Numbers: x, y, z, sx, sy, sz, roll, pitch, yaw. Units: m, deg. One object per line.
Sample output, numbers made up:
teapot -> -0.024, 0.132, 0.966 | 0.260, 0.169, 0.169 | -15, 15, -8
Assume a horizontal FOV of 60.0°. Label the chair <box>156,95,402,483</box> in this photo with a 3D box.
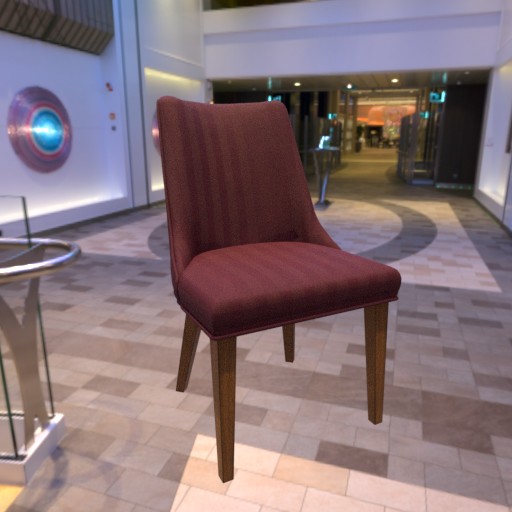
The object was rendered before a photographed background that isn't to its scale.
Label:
chair -> 0.000, 0.000, 1.317 | 0.548, 0.916, 0.638 | -8, 17, -27
